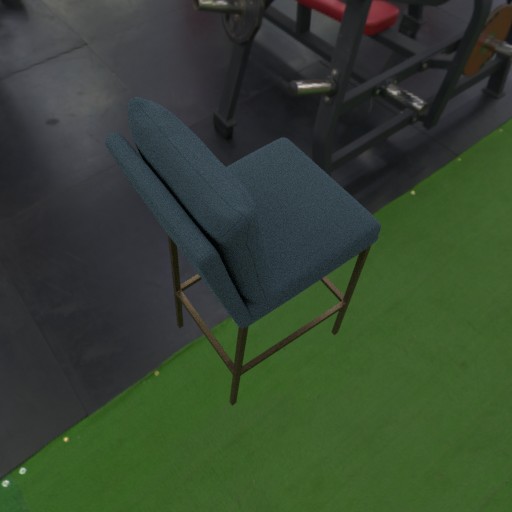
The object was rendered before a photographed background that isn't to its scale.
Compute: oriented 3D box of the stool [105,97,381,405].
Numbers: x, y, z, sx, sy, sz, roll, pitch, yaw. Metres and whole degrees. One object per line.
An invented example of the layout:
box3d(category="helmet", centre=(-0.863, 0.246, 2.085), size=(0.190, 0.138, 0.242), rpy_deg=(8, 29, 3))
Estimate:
box3d(category="stool", centre=(0.000, 0.000, 1.422), size=(0.568, 1.124, 0.463), rpy_deg=(-31, 62, -19))
